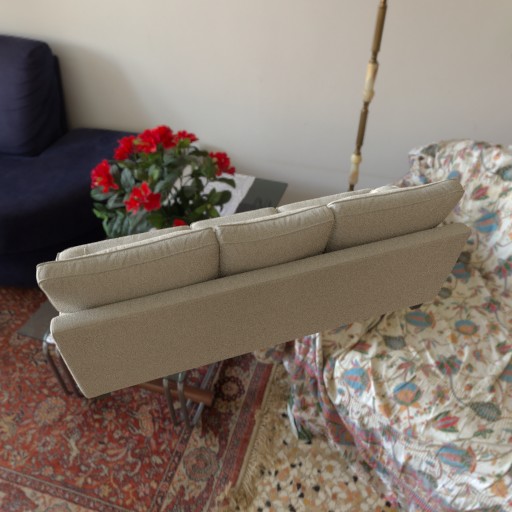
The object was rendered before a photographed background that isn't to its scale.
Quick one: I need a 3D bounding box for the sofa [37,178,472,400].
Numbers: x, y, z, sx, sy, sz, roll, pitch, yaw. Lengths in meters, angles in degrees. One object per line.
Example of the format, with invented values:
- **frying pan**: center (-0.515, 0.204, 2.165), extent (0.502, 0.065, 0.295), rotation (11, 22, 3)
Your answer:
- **sofa**: center (0.000, 0.000, 2.786), extent (2.323, 0.991, 1.016), rotation (-13, 42, -15)
